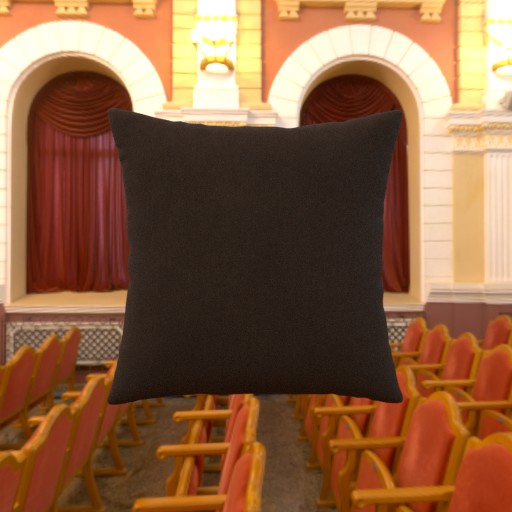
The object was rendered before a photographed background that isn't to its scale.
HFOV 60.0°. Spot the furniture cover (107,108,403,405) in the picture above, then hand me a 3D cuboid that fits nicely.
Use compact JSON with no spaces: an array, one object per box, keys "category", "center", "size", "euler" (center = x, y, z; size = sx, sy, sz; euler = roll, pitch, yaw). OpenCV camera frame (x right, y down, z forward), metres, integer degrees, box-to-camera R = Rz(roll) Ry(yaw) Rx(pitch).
[{"category":"furniture cover","center":[0.000,0.000,0.766],"size":[0.511,0.509,0.161],"euler":[0,-1,-1]}]
